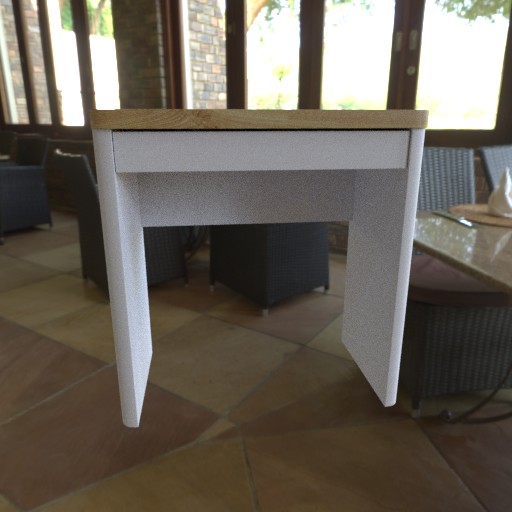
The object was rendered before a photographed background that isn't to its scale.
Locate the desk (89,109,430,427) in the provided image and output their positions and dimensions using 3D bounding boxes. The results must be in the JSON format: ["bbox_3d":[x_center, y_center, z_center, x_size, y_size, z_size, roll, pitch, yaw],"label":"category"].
[{"bbox_3d":[0.000,0.000,1.271,0.760,0.790,0.440,-2,17,-7],"label":"desk"}]
